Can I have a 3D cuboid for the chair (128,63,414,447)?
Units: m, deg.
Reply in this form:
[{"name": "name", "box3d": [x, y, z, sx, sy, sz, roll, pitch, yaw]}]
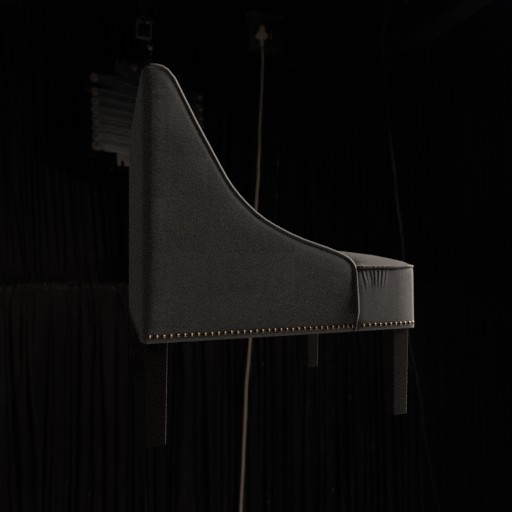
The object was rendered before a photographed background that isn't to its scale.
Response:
[{"name": "chair", "box3d": [0.000, 0.000, 1.390, 0.747, 0.867, 0.631, 0, 0, -18]}]
